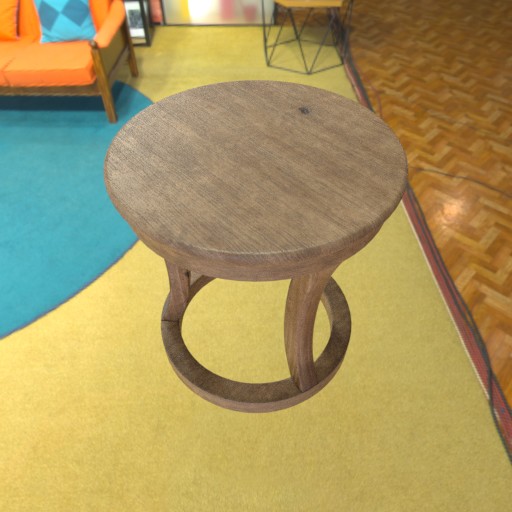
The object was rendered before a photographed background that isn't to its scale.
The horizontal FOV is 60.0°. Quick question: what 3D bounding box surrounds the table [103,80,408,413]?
[{"bbox_3d":[0.000,0.000,0.807,0.432,0.460,0.432,0,47,0],"label":"table"}]
